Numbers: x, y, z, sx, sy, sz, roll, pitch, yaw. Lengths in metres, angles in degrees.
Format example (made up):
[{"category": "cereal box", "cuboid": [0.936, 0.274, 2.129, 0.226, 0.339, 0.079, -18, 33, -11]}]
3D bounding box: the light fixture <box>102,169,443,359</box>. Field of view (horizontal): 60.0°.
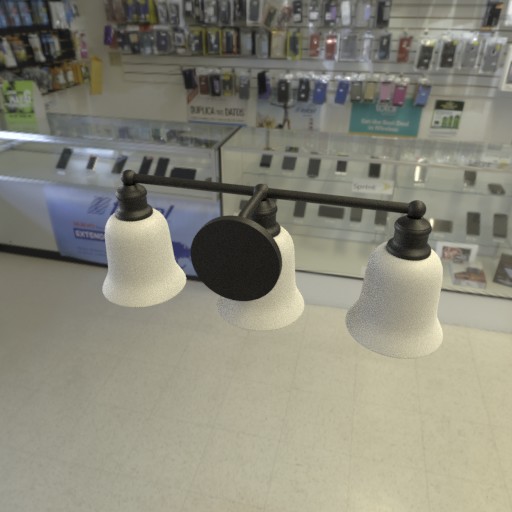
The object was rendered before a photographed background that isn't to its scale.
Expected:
[{"category": "light fixture", "cuboid": [0.000, 0.000, 0.660, 0.570, 0.211, 0.198, 8, 32, 14]}]
